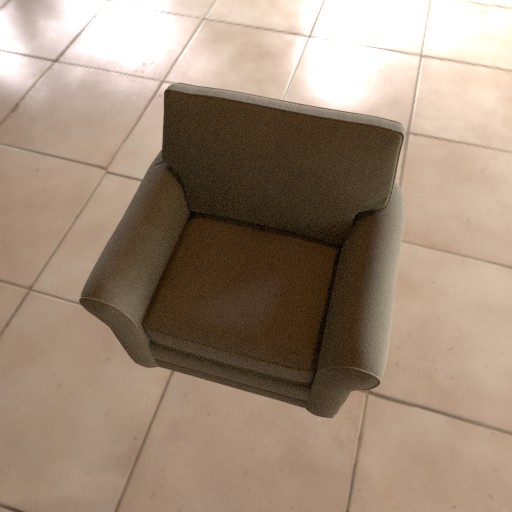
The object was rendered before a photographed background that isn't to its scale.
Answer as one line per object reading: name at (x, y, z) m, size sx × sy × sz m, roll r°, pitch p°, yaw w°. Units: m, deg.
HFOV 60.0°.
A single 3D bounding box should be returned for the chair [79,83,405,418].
chair at (0.000, 0.000, 1.895) m, size 1.147 × 1.044 × 0.939 m, roll 13°, pitch 59°, yaw 8°
